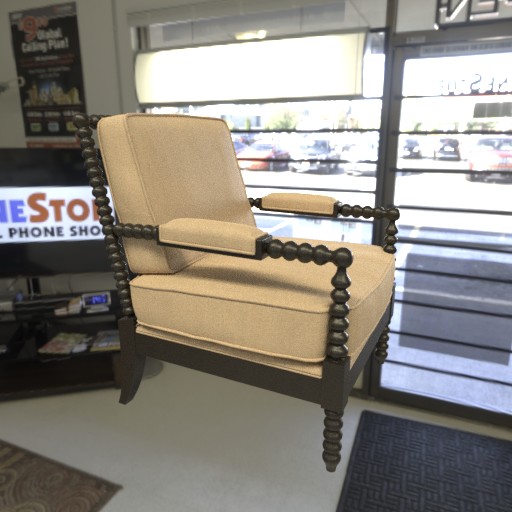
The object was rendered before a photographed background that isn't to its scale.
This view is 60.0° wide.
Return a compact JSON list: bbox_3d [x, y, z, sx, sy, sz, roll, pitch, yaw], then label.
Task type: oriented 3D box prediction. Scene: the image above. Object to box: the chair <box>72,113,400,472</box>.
[{"bbox_3d":[0.000,0.000,1.140,0.657,0.703,0.555,8,17,26],"label":"chair"}]
